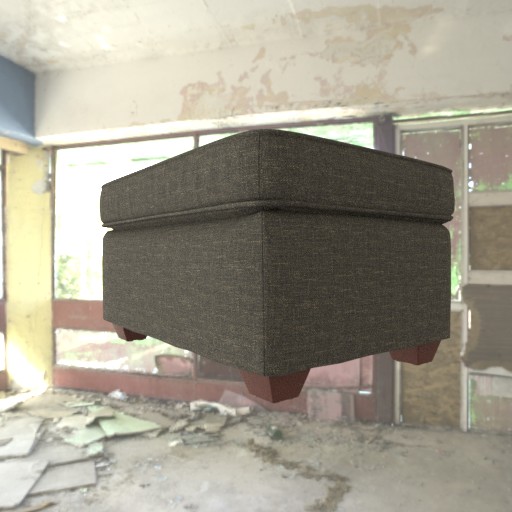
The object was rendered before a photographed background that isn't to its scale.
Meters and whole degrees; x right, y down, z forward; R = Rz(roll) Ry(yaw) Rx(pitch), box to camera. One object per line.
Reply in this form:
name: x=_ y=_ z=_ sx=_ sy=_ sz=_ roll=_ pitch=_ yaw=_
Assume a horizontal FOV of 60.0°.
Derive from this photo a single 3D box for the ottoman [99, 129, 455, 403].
ottoman: x=0.000 y=0.000 z=1.070 sx=0.549 sy=0.450 sz=0.749 roll=0 pitch=0 yaw=-37
